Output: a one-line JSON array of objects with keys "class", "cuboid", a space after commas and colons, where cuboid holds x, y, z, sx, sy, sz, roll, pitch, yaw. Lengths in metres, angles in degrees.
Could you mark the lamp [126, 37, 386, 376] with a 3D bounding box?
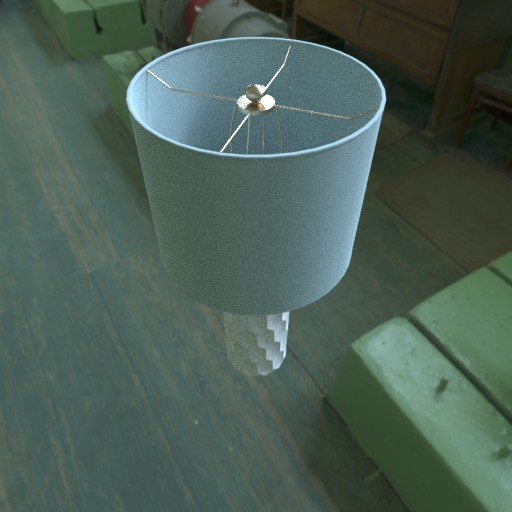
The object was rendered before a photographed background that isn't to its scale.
[{"class": "lamp", "cuboid": [0.000, 0.000, 0.673, 0.277, 0.534, 0.277, -24, 51, -22]}]
